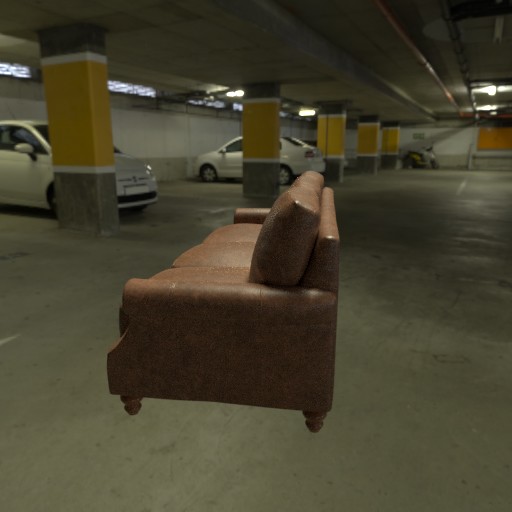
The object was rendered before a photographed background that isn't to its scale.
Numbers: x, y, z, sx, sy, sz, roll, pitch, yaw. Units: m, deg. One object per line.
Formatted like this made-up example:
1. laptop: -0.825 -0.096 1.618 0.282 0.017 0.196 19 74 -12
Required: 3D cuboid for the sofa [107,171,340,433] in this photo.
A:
1. sofa: 0.000 0.000 2.796 0.973 0.977 2.351 2 14 9
